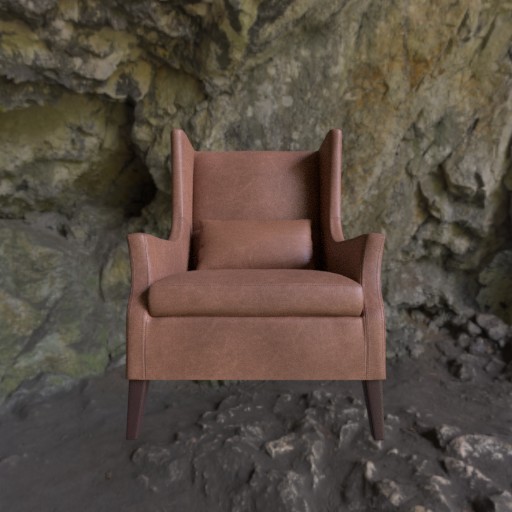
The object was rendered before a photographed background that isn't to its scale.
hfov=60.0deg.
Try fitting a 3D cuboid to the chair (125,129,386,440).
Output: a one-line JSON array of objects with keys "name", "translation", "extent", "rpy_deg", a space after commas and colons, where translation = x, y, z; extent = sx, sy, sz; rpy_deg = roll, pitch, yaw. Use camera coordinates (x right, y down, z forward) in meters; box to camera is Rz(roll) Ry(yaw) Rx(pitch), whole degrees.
[{"name": "chair", "translation": [0.000, 0.000, 1.729], "extent": [0.815, 1.088, 0.913], "rpy_deg": [0, 0, 0]}]
